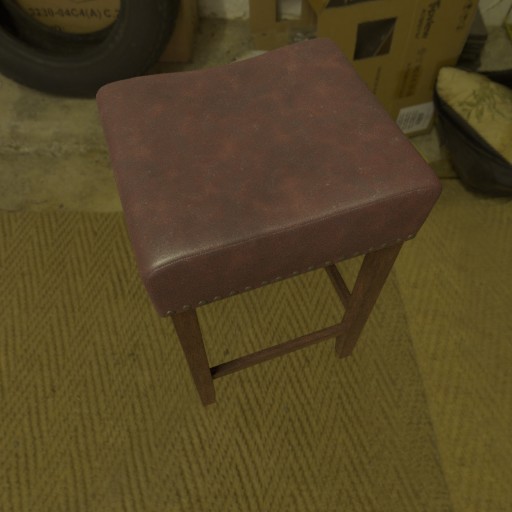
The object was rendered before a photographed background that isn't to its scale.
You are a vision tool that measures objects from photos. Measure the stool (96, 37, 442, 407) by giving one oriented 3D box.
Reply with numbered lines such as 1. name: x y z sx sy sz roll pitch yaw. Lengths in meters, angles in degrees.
1. stool: 0.000 0.000 1.024 0.465 0.769 0.401 -17 59 -10
